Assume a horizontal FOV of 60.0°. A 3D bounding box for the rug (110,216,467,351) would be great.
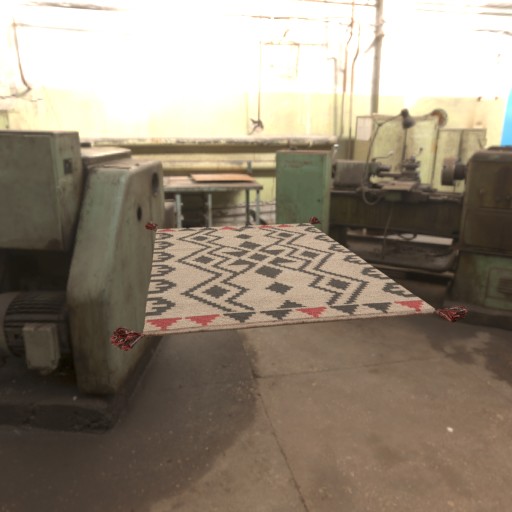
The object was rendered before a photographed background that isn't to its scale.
[{"bbox_3d":[0.000,0.000,2.644,1.444,0.067,2.069,-3,16,-10],"label":"rug"}]
